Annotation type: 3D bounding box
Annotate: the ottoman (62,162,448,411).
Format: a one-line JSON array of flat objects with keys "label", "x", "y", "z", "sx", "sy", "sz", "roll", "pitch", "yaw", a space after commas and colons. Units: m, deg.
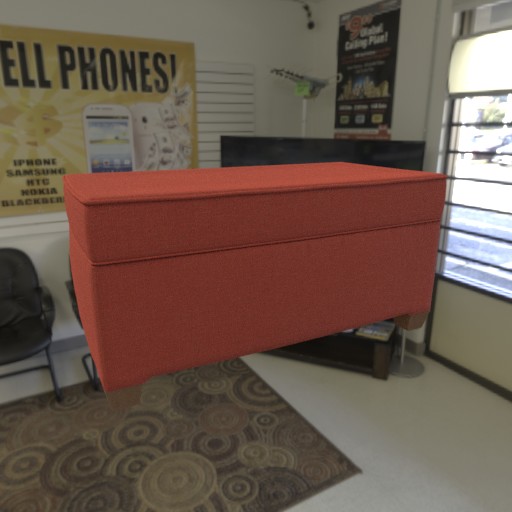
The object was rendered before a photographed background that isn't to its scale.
[{"label": "ottoman", "x": 0.000, "y": 0.000, "z": 1.241, "sx": 0.948, "sy": 0.454, "sz": 0.497, "roll": -8, "pitch": 18, "yaw": -26}]
